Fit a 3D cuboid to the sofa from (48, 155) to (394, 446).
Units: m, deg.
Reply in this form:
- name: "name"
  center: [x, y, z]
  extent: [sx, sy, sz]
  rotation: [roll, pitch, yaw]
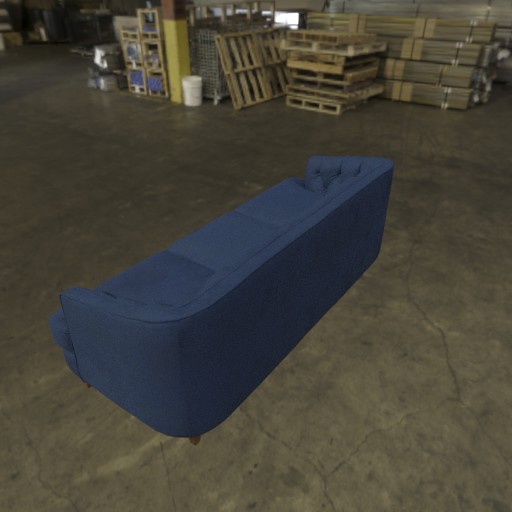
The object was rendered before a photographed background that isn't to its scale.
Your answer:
- name: "sofa"
  center: [0.000, 0.000, 2.728]
  extent: [0.941, 0.855, 2.278]
  rotation: [21, 38, 30]
